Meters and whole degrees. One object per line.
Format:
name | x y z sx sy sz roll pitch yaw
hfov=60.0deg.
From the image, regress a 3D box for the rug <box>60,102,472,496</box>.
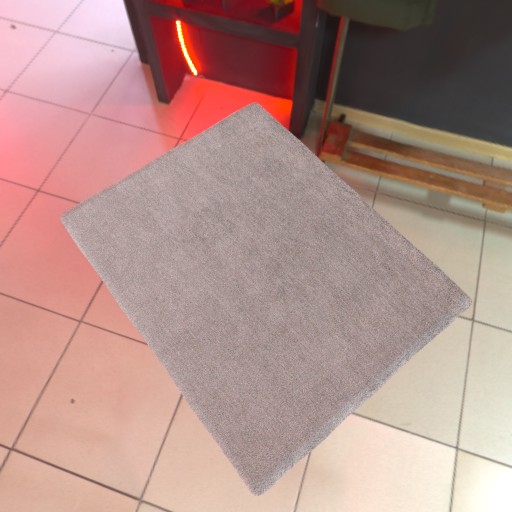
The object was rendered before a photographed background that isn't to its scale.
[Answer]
rug | 0.000 0.000 3.857 2.332 0.027 2.933 -35 68 -17
